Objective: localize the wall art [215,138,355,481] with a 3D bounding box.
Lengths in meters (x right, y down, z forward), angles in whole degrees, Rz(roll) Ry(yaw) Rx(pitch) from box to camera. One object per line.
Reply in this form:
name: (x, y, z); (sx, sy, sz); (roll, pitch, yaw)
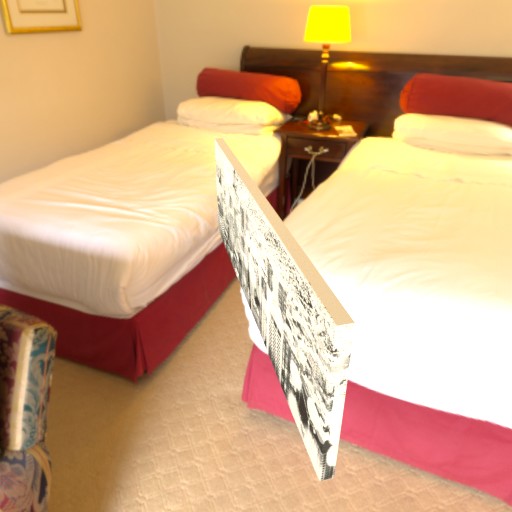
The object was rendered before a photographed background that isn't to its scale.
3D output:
wall art: (0.000, 0.000, 1.673); (0.044, 0.507, 1.520); (-7, 30, -12)
